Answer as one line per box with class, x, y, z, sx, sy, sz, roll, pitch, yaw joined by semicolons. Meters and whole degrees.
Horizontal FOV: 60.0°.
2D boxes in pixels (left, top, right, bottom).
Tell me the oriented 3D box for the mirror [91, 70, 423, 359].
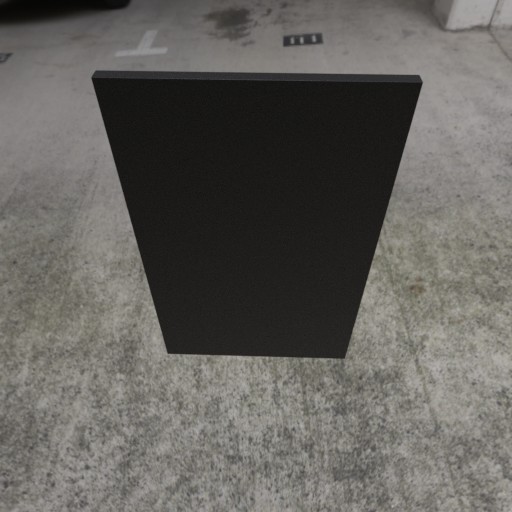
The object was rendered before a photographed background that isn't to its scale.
mirror;0.000;0.000;1.474;0.762;1.219;0.038;1;47;1
